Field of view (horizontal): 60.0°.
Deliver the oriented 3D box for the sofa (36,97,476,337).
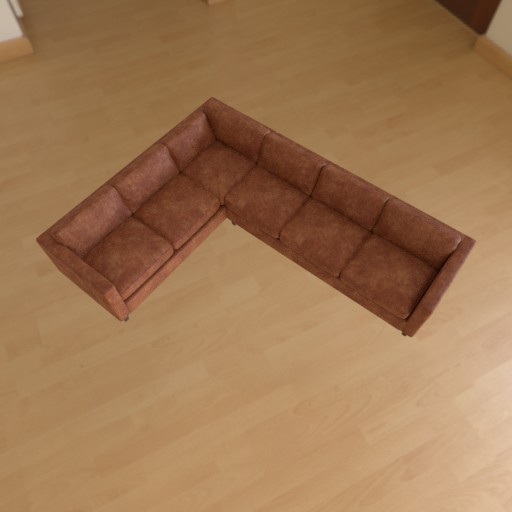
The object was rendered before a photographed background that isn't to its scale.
[{"bbox_3d":[0.000,0.000,4.210,3.150,0.838,2.438,34,65,19],"label":"sofa"}]
